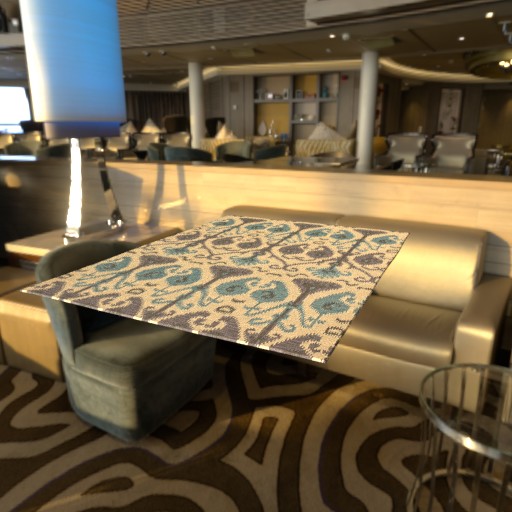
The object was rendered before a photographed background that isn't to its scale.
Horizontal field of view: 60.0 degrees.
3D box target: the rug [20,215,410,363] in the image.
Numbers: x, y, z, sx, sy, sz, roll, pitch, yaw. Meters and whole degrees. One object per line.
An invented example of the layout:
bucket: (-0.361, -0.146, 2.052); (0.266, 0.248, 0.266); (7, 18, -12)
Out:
rug: (0.000, 0.000, 2.950); (1.676, 0.013, 2.261); (8, 18, 25)
